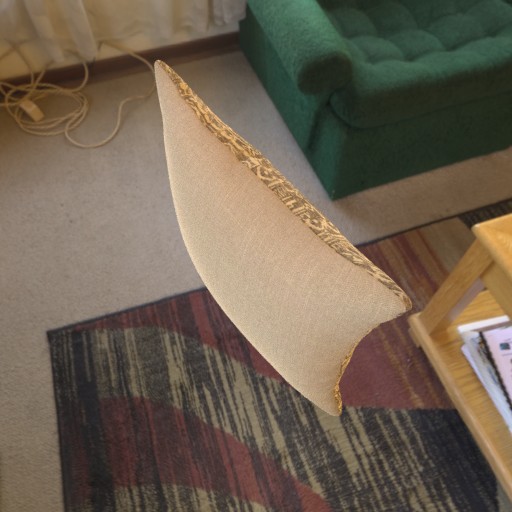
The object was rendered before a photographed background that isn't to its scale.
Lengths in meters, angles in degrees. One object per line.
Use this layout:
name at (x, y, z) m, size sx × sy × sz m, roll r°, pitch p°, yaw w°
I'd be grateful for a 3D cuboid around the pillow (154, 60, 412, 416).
pillow at (0.000, 0.000, 0.784) m, size 0.180 × 0.487 × 0.546 m, roll -32°, pitch 63°, yaw -19°
